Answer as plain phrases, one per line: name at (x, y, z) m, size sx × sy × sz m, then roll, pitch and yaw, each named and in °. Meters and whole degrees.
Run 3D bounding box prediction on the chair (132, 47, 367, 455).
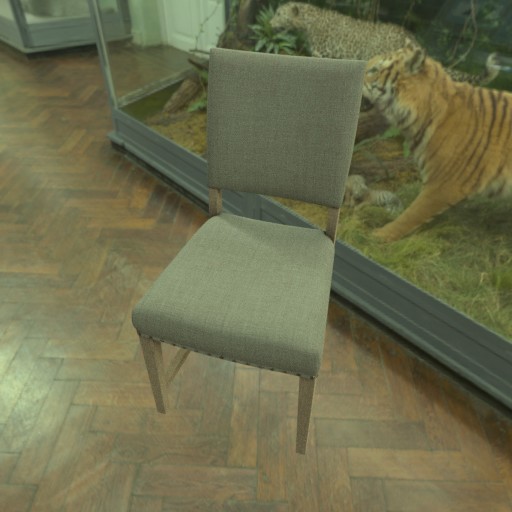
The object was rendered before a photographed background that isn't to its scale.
chair at (0.000, 0.000, 1.311) m, size 0.508 × 0.986 × 0.622 m, roll 11°, pitch 41°, yaw 13°
